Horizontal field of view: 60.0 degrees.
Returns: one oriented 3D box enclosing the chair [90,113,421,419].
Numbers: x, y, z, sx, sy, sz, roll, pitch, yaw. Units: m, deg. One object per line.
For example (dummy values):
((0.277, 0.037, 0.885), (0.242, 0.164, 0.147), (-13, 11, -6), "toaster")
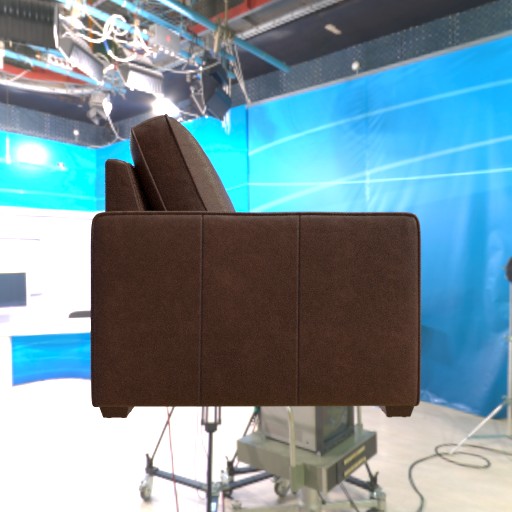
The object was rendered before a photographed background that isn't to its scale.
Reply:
((0.000, 0.000, 1.721), (0.940, 0.919, 1.017), (0, 1, -1), "chair")
